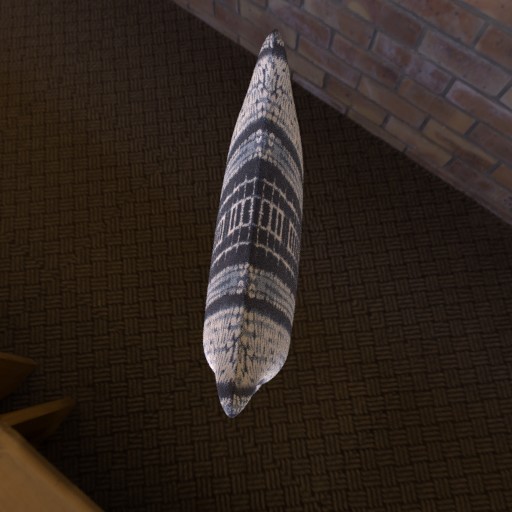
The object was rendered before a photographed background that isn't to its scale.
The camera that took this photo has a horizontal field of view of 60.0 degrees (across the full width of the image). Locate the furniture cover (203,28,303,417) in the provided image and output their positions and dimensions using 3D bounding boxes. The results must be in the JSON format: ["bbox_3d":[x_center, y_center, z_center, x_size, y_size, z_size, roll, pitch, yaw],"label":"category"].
[{"bbox_3d":[0.000,0.000,0.659,0.133,0.435,0.425,6,75,2],"label":"furniture cover"}]
